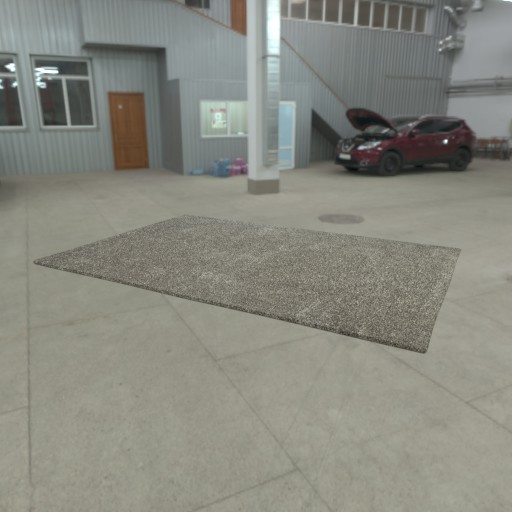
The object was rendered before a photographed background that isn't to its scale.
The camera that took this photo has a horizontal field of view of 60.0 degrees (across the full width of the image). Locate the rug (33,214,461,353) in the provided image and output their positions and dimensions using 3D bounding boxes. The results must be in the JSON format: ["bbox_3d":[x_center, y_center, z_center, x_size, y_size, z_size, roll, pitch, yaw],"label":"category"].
[{"bbox_3d":[0.000,0.000,3.347,2.699,0.026,1.802,9,20,27],"label":"rug"}]
